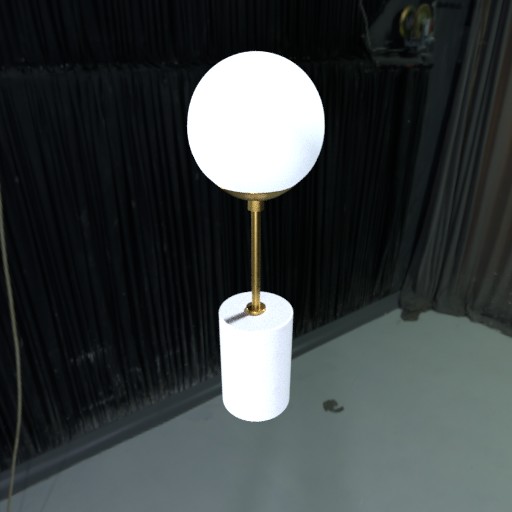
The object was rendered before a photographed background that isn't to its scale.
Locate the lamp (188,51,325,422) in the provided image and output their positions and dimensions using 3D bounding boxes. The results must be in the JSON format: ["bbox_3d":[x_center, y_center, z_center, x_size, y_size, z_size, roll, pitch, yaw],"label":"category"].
[{"bbox_3d":[0.000,0.000,0.573,0.153,0.480,0.153,0,26,0],"label":"lamp"}]
